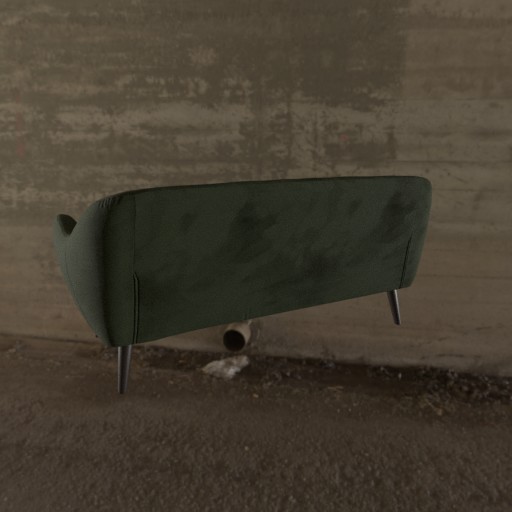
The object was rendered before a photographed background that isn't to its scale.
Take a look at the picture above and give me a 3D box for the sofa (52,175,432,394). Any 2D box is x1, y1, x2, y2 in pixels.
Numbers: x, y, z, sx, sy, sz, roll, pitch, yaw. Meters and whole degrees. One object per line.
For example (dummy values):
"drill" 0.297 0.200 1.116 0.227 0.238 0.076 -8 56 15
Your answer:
"sofa" 0.000 0.000 2.260 1.840 0.836 0.820 -7 16 -26
